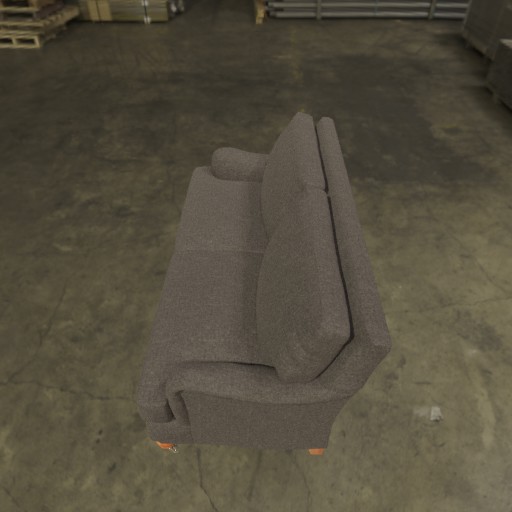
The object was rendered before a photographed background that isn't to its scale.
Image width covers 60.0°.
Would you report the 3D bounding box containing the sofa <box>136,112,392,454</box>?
[{"bbox_3d":[0.000,0.000,2.768,1.087,1.054,2.160,1,41,1],"label":"sofa"}]
